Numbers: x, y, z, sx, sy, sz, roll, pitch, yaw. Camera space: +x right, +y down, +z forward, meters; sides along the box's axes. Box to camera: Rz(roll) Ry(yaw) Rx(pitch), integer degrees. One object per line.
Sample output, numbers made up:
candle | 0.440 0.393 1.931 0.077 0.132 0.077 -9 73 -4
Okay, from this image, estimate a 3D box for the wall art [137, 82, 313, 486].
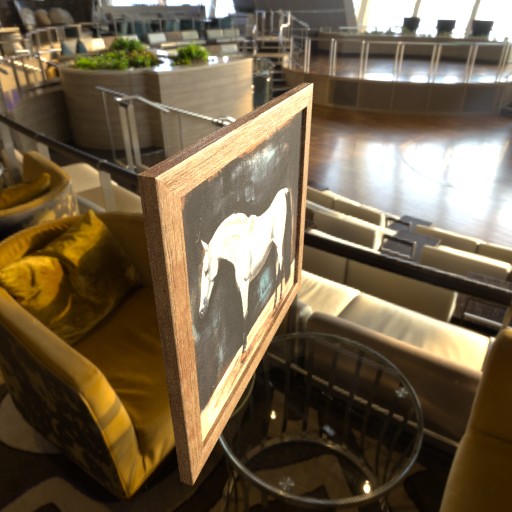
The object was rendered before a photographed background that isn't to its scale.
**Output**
wall art | 0.000 0.000 0.937 0.026 0.588 0.690 11 32 18
